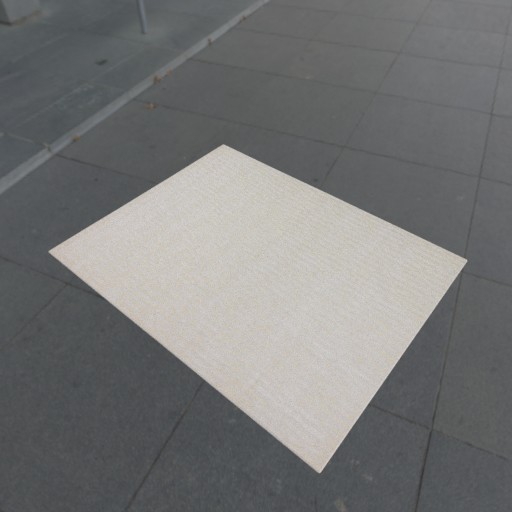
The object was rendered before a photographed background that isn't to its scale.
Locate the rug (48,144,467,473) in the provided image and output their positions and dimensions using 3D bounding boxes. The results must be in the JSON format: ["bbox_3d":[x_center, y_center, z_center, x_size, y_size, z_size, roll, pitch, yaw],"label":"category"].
[{"bbox_3d":[0.000,0.000,4.107,3.055,0.021,2.410,31,53,27],"label":"rug"}]
